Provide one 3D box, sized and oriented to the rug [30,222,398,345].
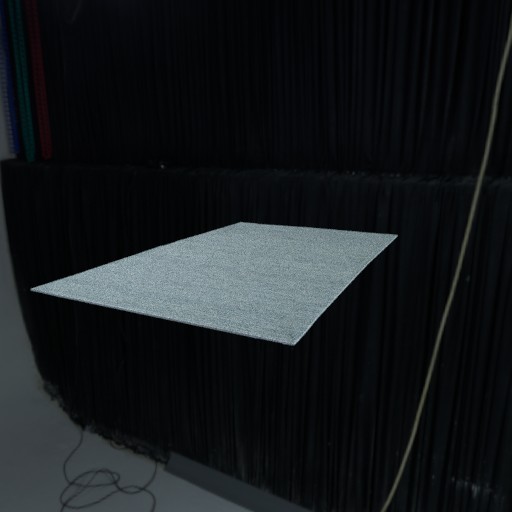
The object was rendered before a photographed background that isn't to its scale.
[{"bbox_3d":[0.000,0.000,2.380,1.174,0.022,1.853,7,16,26],"label":"rug"}]
